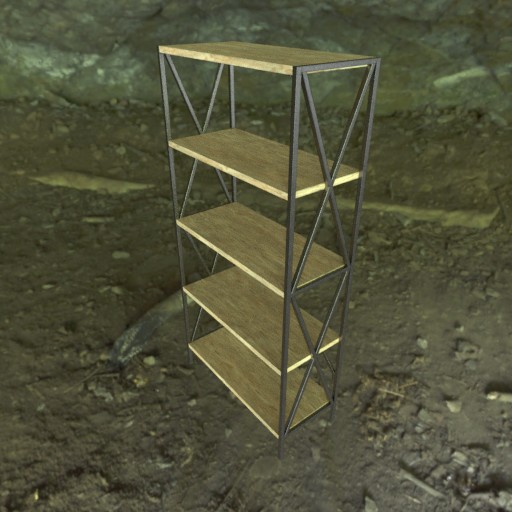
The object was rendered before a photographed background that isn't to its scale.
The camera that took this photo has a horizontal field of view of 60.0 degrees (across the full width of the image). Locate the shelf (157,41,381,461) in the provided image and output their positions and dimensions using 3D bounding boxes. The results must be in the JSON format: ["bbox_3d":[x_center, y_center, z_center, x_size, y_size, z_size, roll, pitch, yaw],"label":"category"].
[{"bbox_3d":[0.000,0.000,2.138,0.386,1.803,0.874,-22,36,-32],"label":"shelf"}]
